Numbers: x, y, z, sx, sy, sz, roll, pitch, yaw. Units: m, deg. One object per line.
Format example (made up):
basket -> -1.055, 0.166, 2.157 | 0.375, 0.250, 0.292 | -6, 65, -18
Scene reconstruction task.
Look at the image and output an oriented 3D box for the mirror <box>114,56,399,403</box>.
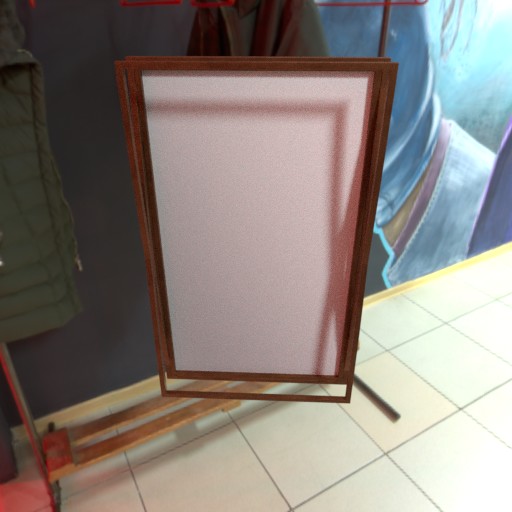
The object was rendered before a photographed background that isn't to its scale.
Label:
mirror -> 0.000, 0.000, 0.941 | 0.468, 0.768, 0.082 | 1, 29, 2
